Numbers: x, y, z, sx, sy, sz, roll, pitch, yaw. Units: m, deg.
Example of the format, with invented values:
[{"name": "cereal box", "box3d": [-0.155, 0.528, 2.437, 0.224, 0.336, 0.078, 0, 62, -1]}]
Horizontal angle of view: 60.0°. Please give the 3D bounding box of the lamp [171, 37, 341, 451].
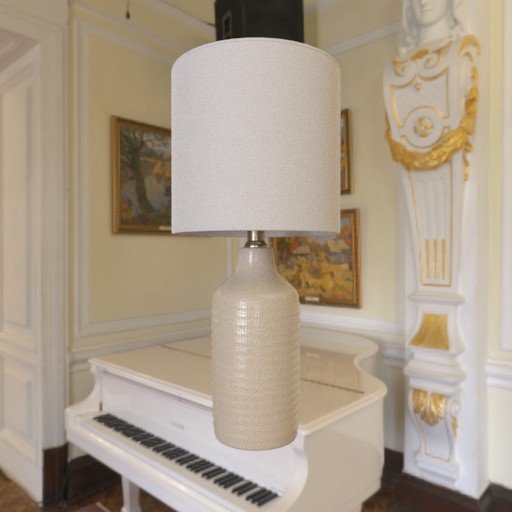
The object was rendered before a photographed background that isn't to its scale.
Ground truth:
[{"name": "lamp", "box3d": [0.000, 0.000, 0.591, 0.220, 0.475, 0.220, 0, 1, -35]}]
